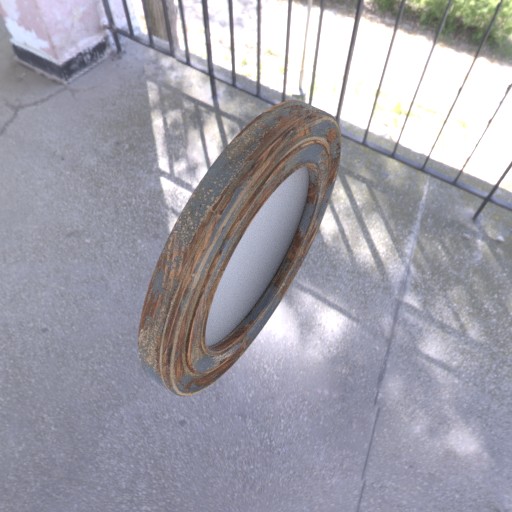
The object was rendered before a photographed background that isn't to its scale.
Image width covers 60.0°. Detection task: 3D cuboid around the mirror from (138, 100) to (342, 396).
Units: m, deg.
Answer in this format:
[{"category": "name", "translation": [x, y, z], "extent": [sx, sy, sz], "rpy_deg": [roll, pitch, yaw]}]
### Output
[{"category": "mirror", "translation": [0.000, 0.000, 0.859], "extent": [0.061, 0.585, 0.585], "rpy_deg": [29, 62, 17]}]
